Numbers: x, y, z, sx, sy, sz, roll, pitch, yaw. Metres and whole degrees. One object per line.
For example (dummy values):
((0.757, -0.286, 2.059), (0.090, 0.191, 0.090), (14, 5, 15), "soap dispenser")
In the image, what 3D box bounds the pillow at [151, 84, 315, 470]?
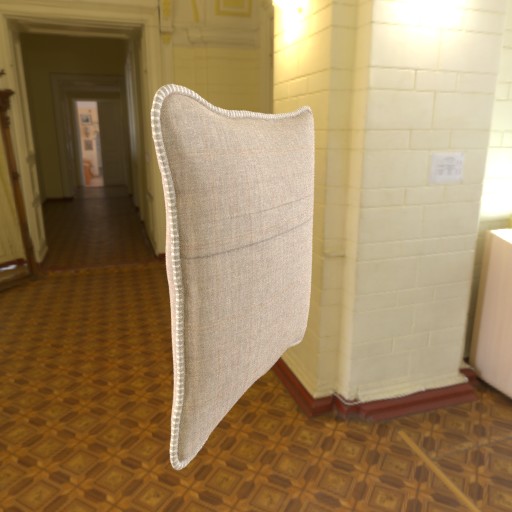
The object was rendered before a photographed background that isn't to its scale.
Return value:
((0.000, 0.000, 0.730), (0.124, 0.494, 0.485), (8, 17, 26), "pillow")
